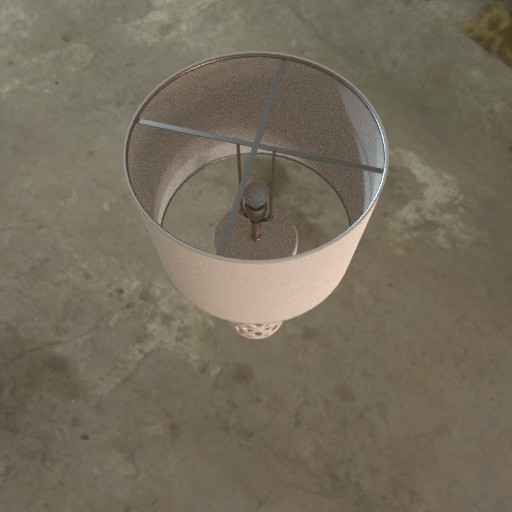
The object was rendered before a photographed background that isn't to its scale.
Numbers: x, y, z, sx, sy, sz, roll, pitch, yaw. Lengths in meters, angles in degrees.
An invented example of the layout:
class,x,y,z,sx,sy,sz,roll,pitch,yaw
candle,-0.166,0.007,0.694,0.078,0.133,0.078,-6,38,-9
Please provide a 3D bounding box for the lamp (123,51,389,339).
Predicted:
class,x,y,z,sx,sy,sz,roll,pitch,yaw
lamp,0.000,0.000,0.832,0.325,0.636,0.324,13,65,6
